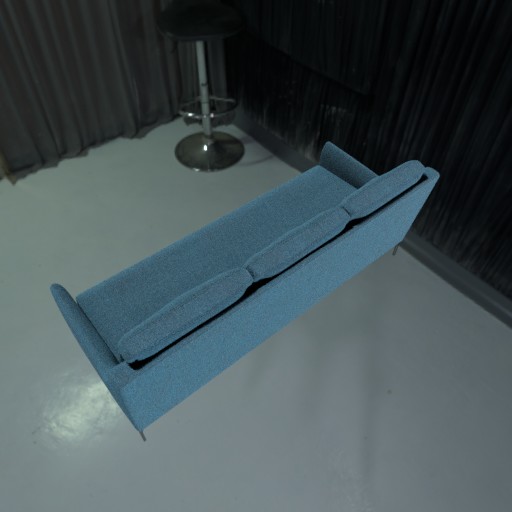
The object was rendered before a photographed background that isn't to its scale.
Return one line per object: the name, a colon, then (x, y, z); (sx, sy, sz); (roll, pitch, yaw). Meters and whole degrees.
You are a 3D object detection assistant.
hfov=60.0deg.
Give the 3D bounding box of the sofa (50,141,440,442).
sofa: (0.000, 0.000, 2.543); (2.060, 0.837, 0.849); (-32, 55, -26)
